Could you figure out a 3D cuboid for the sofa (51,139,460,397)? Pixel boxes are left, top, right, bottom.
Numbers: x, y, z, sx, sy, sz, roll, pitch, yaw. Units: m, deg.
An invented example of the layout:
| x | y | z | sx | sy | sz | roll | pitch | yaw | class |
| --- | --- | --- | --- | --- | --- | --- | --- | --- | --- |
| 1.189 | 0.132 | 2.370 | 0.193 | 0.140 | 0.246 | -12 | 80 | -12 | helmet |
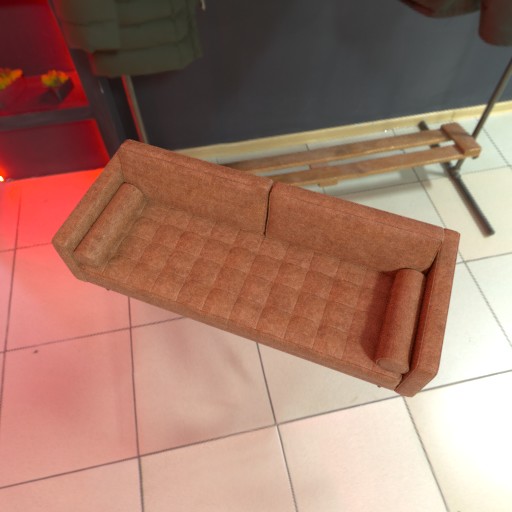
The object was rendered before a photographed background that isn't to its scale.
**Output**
| x | y | z | sx | sy | sz | roll | pitch | yaw | class |
| --- | --- | --- | --- | --- | --- | --- | --- | --- | --- |
| 0.000 | 0.000 | 2.683 | 2.200 | 0.770 | 0.919 | 18 | 59 | 11 | sofa |
